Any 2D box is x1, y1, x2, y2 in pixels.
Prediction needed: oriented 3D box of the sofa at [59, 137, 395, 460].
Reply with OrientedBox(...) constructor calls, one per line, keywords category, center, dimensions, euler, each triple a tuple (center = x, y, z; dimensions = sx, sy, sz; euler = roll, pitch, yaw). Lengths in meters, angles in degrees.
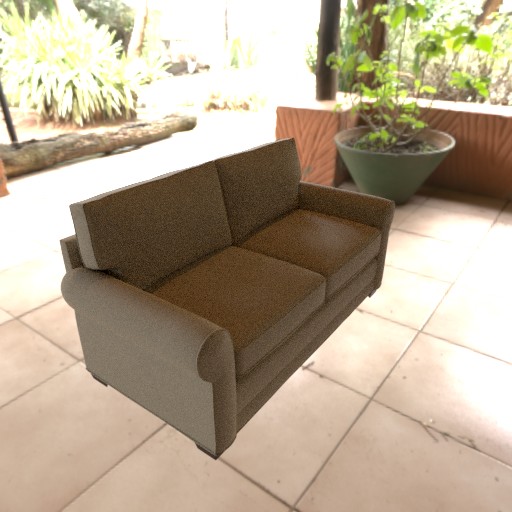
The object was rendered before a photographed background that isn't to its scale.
OrientedBox(category="sofa", center=(0.000, 0.000, 2.321), dimensions=(0.861, 0.933, 1.774), euler=(18, 32, 32))
